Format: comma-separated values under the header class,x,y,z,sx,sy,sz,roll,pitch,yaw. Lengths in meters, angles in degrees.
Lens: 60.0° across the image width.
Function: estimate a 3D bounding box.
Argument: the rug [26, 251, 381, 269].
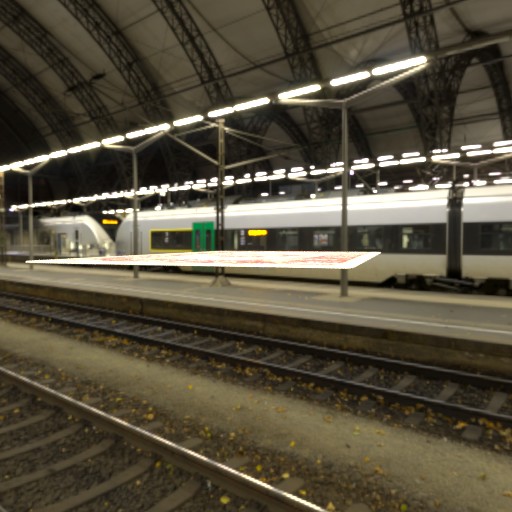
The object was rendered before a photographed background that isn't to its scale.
class,x,y,z,sx,sy,sz,roll,pitch,yaw
rug,0.000,0.000,1.088,0.556,0.004,0.868,1,2,18
